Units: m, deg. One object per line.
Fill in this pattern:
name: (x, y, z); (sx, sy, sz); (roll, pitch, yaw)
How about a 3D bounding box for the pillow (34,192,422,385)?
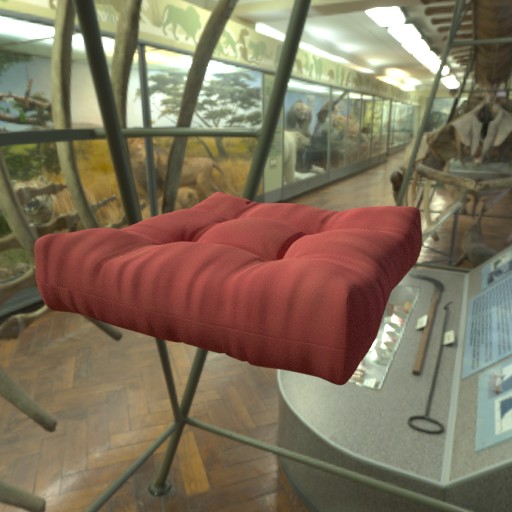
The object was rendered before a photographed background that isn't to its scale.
pillow: (0.000, 0.000, 0.723); (0.468, 0.128, 0.490); (8, 19, 25)
